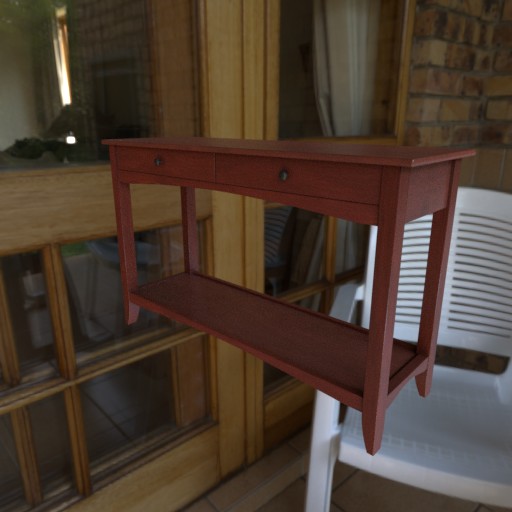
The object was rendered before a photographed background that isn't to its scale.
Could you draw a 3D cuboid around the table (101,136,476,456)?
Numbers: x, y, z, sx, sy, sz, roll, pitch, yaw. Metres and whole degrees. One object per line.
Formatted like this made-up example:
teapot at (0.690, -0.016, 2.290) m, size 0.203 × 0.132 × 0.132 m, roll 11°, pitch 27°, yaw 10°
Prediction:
table at (0.000, 0.000, 1.501) m, size 1.188 × 0.739 × 0.392 m, roll 15°, pitch 23°, yaw 40°
